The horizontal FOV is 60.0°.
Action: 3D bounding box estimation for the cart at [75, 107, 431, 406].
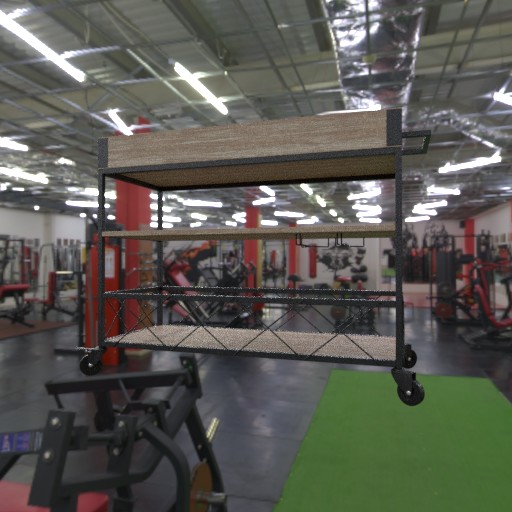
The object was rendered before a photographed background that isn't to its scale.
[{"bbox_3d":[0.000,0.000,1.512,1.101,0.787,0.500,0,-1,18],"label":"cart"}]
